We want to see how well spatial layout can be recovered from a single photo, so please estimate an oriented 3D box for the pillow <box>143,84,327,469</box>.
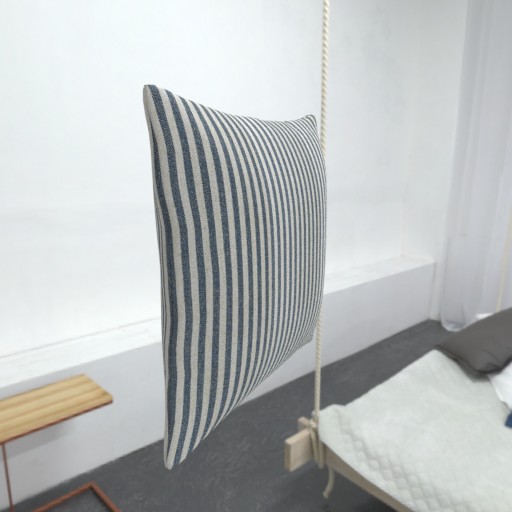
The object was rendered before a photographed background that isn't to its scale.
[{"bbox_3d":[0.000,0.000,0.778,0.166,0.510,0.523,7,15,28],"label":"pillow"}]
